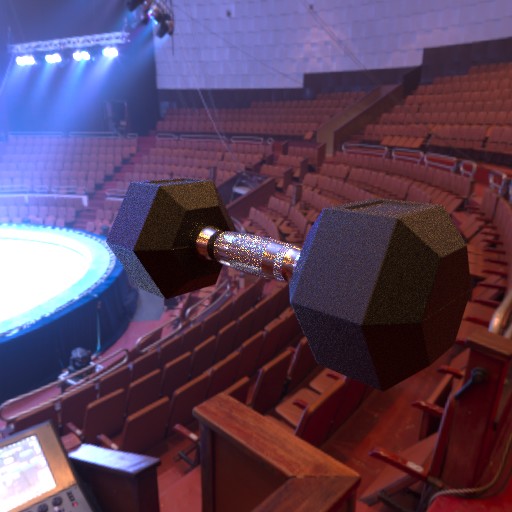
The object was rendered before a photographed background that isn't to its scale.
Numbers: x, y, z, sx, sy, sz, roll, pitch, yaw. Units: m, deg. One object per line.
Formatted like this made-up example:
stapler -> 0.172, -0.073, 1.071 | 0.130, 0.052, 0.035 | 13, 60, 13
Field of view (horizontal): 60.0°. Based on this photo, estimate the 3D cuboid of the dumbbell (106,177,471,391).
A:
dumbbell -> 0.000, 0.000, 0.316 | 0.272, 0.092, 0.106 | 14, 21, 42
